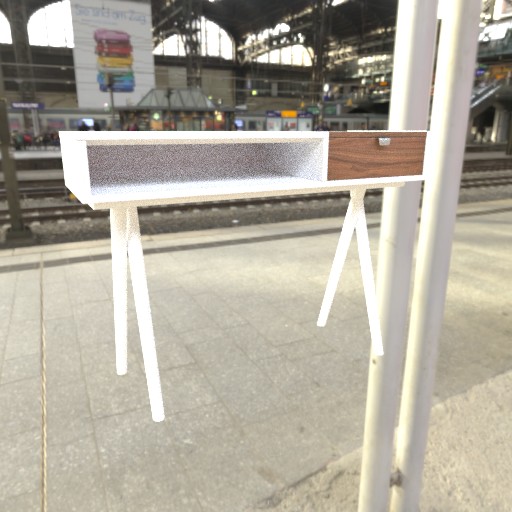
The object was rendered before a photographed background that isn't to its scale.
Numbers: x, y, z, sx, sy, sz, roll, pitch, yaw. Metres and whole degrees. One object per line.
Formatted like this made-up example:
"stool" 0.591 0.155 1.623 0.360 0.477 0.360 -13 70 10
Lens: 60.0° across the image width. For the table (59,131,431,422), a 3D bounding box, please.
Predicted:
"table" 0.000 0.000 1.447 1.066 0.785 0.418 -8 18 -27
